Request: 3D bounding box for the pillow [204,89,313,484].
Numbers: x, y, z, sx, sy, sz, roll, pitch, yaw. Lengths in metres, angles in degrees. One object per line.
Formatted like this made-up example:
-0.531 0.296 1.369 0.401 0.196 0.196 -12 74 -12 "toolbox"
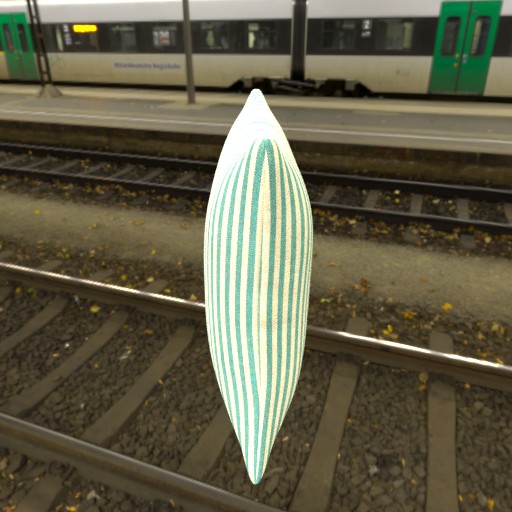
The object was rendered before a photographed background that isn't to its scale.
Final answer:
0.000 0.000 0.781 0.166 0.510 0.523 0 26 -1 "pillow"
